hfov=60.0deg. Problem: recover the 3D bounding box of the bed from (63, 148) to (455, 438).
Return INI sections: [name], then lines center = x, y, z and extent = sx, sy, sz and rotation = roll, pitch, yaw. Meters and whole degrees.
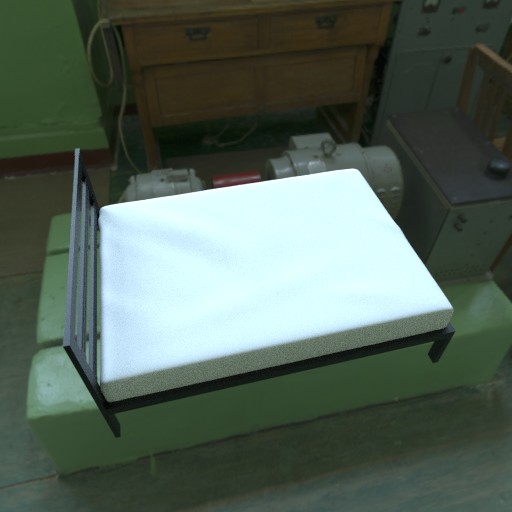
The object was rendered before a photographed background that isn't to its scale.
[bed]
center = 0.000, 0.000, 2.874
extent = 2.062, 0.967, 1.524
rotation = -10, 47, -10
